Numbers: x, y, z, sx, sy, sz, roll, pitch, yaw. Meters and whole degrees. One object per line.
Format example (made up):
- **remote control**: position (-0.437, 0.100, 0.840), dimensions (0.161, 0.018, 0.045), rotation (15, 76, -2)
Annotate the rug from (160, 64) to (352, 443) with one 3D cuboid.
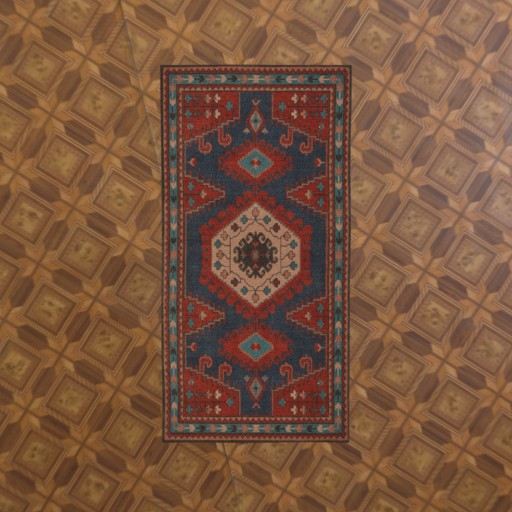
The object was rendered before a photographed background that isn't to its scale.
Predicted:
- **rug**: position (0.000, 0.000, 3.548), dimensions (1.522, 0.034, 3.032), rotation (0, 92, 0)
